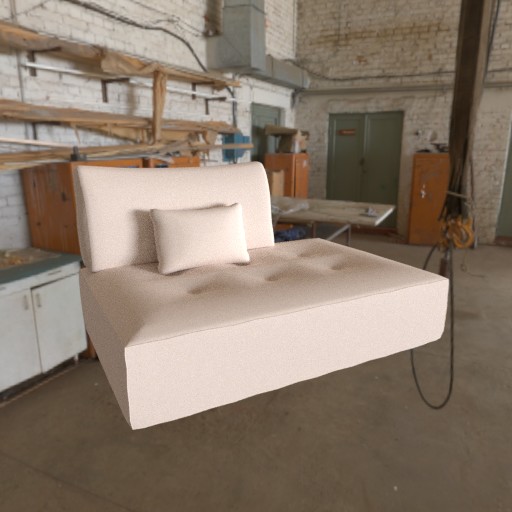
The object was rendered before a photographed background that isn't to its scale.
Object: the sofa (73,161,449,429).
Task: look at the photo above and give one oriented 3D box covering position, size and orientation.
[{"bbox_3d":[0.000,0.000,2.062,1.450,0.820,1.000,-8,16,-28],"label":"sofa"}]
